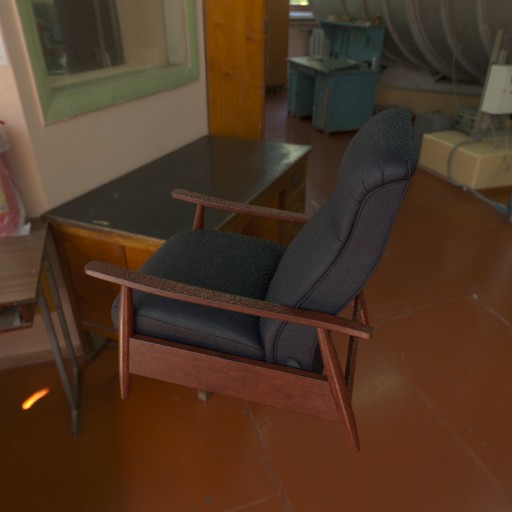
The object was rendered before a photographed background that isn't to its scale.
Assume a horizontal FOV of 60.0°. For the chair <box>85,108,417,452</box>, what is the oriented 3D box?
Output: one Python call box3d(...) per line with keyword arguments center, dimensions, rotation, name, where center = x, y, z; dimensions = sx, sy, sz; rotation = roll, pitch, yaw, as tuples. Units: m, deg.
box3d(center=(0.000, 0.000, 1.744), dimensions=(1.014, 1.082, 0.762), rotation=(8, 31, 13), name="chair")
